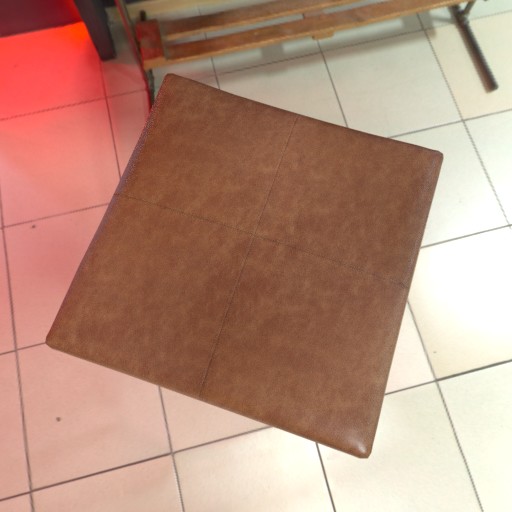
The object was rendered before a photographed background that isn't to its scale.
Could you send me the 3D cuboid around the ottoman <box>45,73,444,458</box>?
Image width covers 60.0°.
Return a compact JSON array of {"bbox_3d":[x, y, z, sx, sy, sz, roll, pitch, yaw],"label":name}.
[{"bbox_3d":[0.000,0.000,1.785,1.169,0.483,1.168,18,75,5],"label":"ottoman"}]
